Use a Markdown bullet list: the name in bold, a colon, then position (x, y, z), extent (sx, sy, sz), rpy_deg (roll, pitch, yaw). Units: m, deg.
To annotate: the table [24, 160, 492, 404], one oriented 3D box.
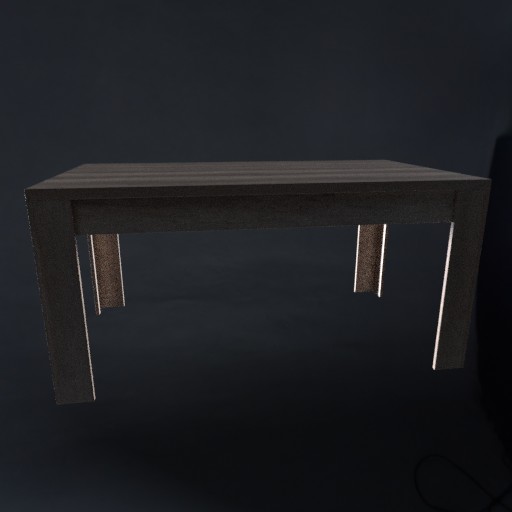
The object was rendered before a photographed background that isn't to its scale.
- **table**: position (0.000, 0.000, 2.033), extent (1.600, 0.775, 0.900), rpy_deg (-3, 17, -9)
